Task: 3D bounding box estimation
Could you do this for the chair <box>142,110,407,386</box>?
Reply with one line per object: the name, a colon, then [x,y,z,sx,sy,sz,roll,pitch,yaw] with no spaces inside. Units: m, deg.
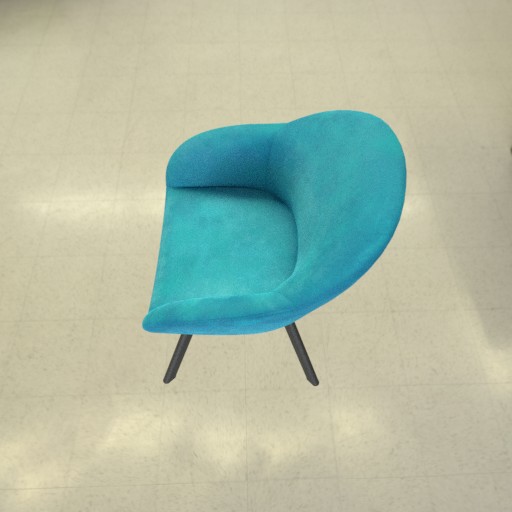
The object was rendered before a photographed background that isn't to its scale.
chair: [0.000,0.000,1.202,0.590,0.795,0.550,1,59,0]
